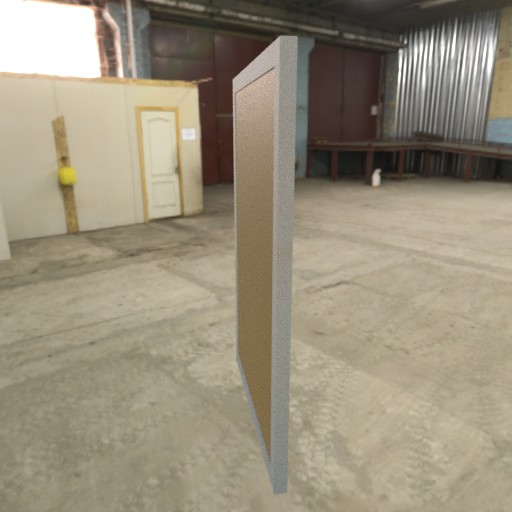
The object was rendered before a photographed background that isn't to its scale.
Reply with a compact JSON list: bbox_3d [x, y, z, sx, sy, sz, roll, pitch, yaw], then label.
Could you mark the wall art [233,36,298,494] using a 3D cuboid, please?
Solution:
[{"bbox_3d":[0.000,0.000,1.424,0.038,1.143,0.764,-3,16,-10],"label":"wall art"}]
